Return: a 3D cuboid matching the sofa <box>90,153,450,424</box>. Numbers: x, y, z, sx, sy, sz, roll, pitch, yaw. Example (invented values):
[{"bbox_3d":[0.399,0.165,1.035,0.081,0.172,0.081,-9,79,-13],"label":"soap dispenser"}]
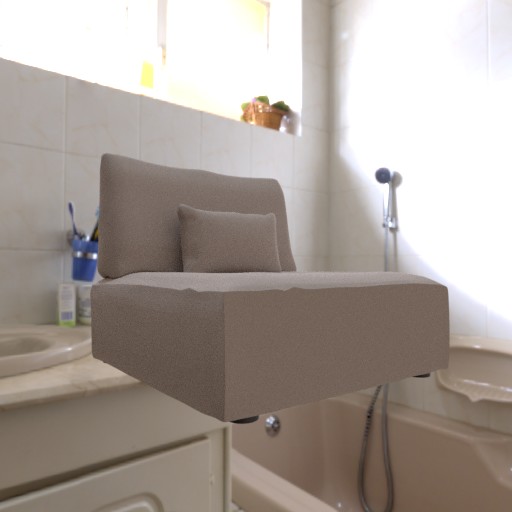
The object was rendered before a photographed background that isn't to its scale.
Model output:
[{"bbox_3d":[0.000,0.000,1.665,0.935,0.828,1.000,1,-2,-37],"label":"sofa"}]
